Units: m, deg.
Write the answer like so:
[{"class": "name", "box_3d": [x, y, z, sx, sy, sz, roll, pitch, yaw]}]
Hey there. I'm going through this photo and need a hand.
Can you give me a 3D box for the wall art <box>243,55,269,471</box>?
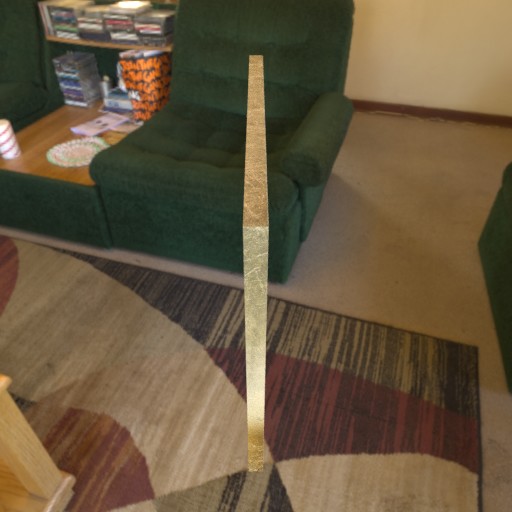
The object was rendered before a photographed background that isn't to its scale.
[{"class": "wall art", "box_3d": [0.000, 0.000, 1.642, 0.051, 1.091, 1.092, 0, 41, 0]}]
